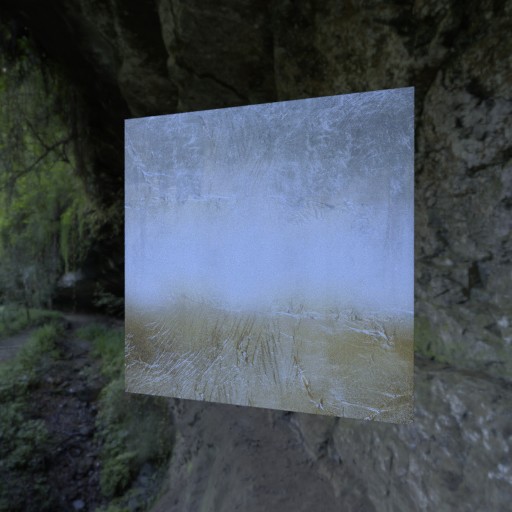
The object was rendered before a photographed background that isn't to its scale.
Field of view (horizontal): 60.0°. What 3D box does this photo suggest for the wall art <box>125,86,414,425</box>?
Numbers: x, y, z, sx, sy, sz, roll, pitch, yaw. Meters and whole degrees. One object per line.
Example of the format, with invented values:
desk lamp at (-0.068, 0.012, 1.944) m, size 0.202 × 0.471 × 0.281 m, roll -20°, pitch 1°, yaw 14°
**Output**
wall art at (0.000, 0.000, 1.626) m, size 1.092 × 1.091 × 0.051 m, roll 0°, pitch 0°, yaw 19°
